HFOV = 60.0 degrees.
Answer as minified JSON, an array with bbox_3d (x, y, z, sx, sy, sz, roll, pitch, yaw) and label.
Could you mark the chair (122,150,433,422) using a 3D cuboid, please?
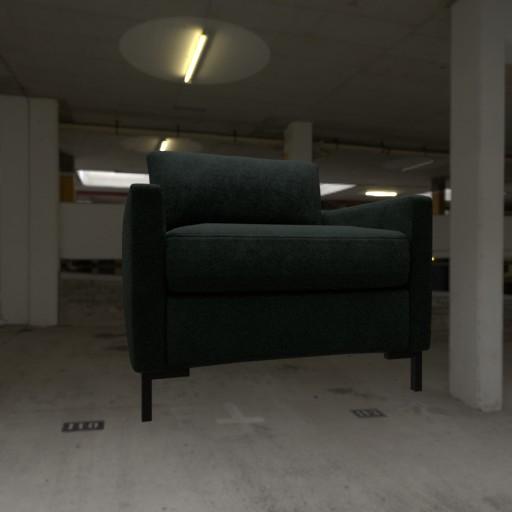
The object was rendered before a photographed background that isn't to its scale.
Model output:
[{"bbox_3d":[0.000,0.000,1.669,0.963,0.861,0.866,0,1,-17],"label":"chair"}]
